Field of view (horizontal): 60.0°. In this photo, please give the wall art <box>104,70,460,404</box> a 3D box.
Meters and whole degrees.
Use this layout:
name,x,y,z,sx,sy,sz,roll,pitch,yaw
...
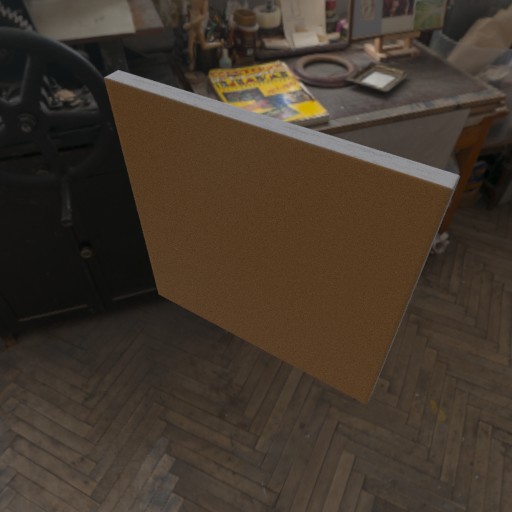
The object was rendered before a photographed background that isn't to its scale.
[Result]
name,x,y,z,sx,sy,sz,roll,pitch,yaw
wall art,0.000,0.000,1.905,1.287,1.288,0.078,24,51,21
